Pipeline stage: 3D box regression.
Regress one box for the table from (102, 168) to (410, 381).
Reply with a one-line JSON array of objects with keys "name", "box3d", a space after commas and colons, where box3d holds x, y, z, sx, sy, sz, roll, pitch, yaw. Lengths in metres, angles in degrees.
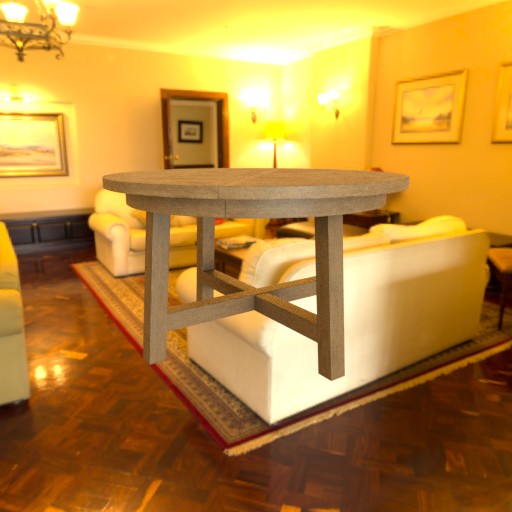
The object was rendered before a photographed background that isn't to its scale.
[{"name": "table", "box3d": [0.000, 0.000, 2.095, 1.319, 0.762, 1.319, 0, 14, 0]}]
